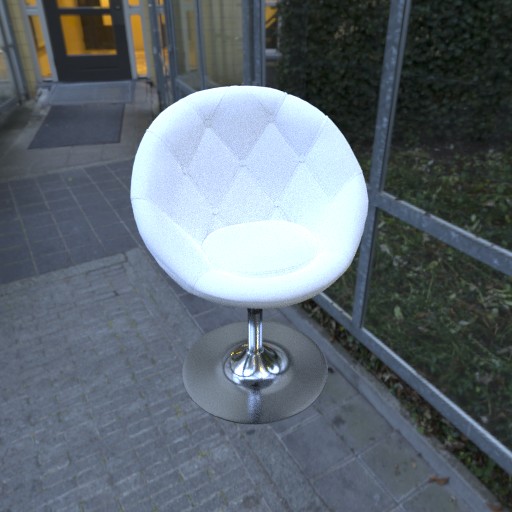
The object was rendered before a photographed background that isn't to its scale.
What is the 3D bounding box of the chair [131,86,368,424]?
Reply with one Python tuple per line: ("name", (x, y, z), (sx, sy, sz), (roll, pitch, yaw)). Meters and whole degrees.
("chair", (0.000, 0.000, 1.872), (0.940, 1.261, 0.736), (-9, 32, -14))
